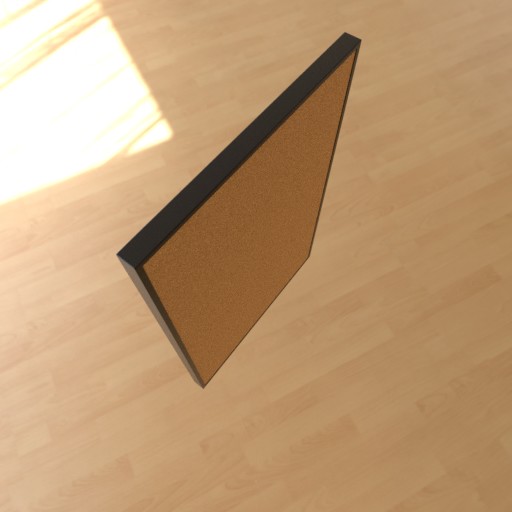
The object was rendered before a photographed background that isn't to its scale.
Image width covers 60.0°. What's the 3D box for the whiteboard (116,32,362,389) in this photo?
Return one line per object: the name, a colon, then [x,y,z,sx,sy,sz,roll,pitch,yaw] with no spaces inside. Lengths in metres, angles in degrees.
whiteboard: [0.000,0.000,0.764,0.026,0.611,0.406,35,68,16]
